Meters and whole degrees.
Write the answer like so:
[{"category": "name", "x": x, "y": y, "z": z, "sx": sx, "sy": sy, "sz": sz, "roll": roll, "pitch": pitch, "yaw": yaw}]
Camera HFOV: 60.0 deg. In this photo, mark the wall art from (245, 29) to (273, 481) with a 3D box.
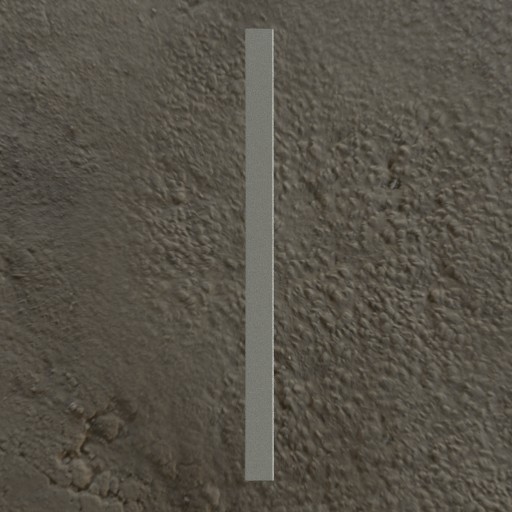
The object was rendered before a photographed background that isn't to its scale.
[{"category": "wall art", "x": 0.000, "y": 0.000, "z": 0.903, "sx": 0.038, "sy": 0.610, "sz": 0.610, "roll": 0, "pitch": 89, "yaw": -1}]
